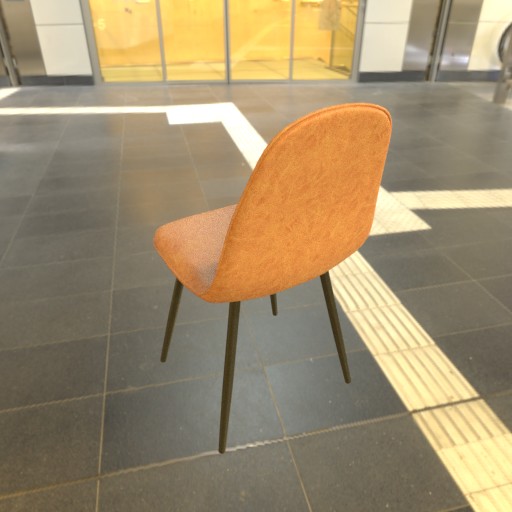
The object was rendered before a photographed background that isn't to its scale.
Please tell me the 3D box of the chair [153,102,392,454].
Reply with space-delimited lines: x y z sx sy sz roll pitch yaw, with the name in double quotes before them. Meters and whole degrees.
"chair" 0.000 0.000 1.193 0.472 0.889 0.561 -18 36 -28
